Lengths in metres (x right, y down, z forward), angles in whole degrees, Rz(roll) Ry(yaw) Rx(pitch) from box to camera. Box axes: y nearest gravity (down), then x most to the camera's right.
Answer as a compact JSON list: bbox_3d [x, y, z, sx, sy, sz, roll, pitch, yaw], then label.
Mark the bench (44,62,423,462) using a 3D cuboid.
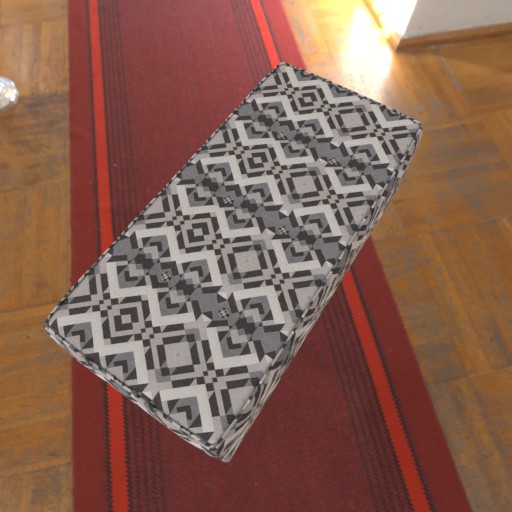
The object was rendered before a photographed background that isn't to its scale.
[{"bbox_3d":[0.000,0.000,1.292,0.492,0.477,1.016,30,67,15],"label":"bench"}]
